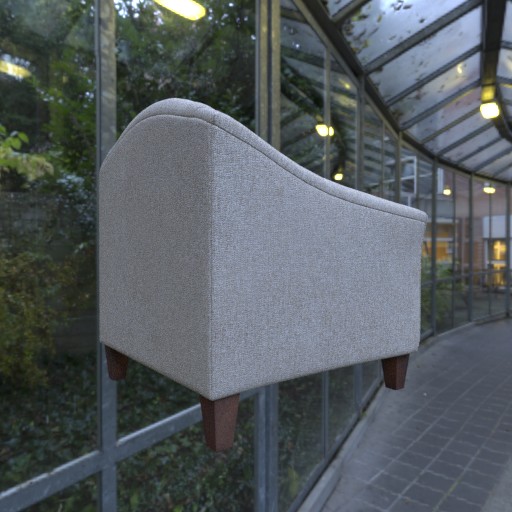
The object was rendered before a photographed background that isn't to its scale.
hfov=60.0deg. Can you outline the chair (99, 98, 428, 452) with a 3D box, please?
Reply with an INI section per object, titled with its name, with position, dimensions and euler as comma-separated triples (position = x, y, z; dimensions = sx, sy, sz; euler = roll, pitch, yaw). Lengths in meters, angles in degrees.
[chair]
position = 0.000, 0.000, 1.438
dimensions = 0.787, 0.839, 0.763
euler = 0, 1, -37
